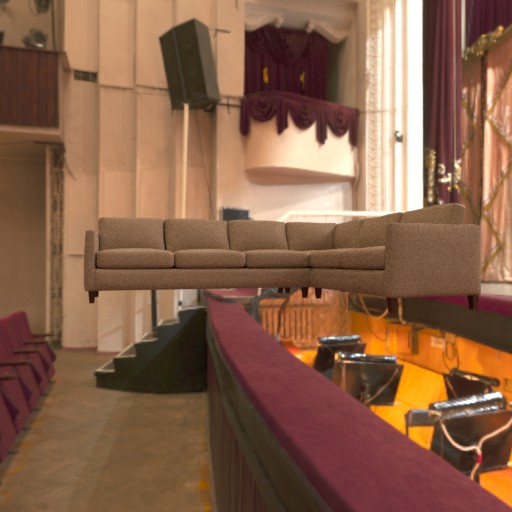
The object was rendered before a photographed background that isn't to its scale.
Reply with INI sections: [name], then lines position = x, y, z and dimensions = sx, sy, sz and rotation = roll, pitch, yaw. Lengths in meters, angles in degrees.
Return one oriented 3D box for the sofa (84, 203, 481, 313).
[sofa]
position = 0.000, 0.000, 4.485
dimensions = 3.333, 0.934, 2.522
rotation = 0, -1, -17
